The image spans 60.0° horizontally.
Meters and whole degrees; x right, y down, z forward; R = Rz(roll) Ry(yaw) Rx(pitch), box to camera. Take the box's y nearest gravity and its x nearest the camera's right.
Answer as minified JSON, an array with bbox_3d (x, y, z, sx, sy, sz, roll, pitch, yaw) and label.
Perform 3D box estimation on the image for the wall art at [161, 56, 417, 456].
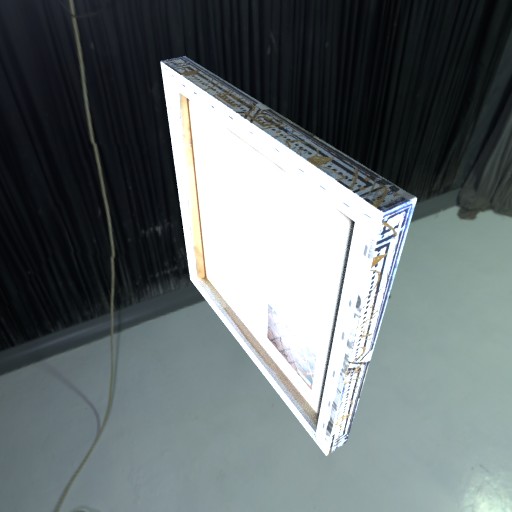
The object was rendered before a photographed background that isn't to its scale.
[{"bbox_3d":[0.000,0.000,0.607,0.038,0.410,0.411,-23,47,-24],"label":"wall art"}]
